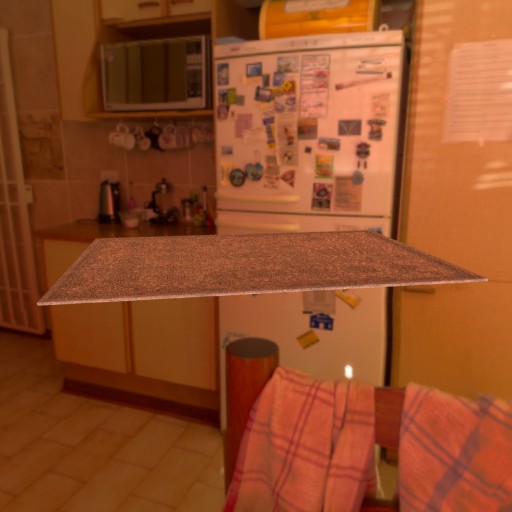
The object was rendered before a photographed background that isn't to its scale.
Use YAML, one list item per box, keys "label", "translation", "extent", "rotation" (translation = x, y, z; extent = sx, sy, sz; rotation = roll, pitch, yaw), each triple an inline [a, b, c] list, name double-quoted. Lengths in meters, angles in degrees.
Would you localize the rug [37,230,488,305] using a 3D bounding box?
- label: "rug"
  translation: [0.000, 0.000, 2.338]
  extent: [1.819, 0.012, 1.208]
  rotation: [-2, 14, -10]
